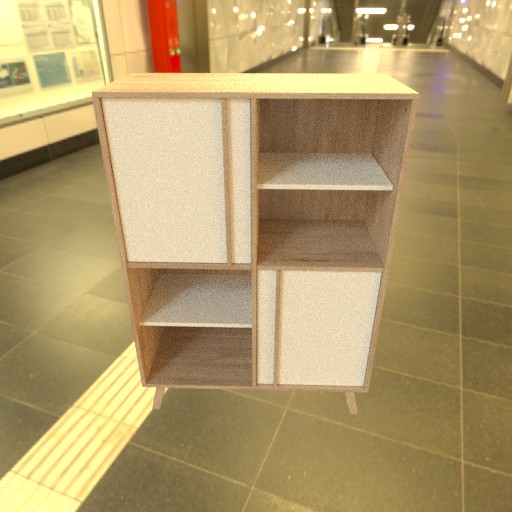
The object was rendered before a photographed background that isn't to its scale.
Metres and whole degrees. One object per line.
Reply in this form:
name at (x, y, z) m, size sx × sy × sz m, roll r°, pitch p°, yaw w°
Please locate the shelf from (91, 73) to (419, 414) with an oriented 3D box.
shelf at (0.000, 0.000, 1.883) m, size 1.000 × 1.390 × 0.450 m, roll 1°, pitch 29°, yaw 2°
